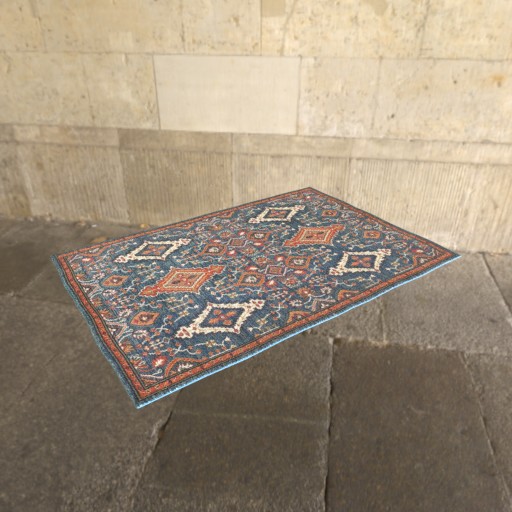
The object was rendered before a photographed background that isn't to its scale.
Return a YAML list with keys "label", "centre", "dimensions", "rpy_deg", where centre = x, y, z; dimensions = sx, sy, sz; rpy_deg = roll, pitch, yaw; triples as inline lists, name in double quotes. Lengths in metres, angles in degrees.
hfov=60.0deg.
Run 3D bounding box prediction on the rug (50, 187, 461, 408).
- label: "rug"
  centre: [0.000, 0.000, 3.059]
  dimensions: [2.373, 0.009, 1.622]
  rpy_deg: [-19, 35, -29]
